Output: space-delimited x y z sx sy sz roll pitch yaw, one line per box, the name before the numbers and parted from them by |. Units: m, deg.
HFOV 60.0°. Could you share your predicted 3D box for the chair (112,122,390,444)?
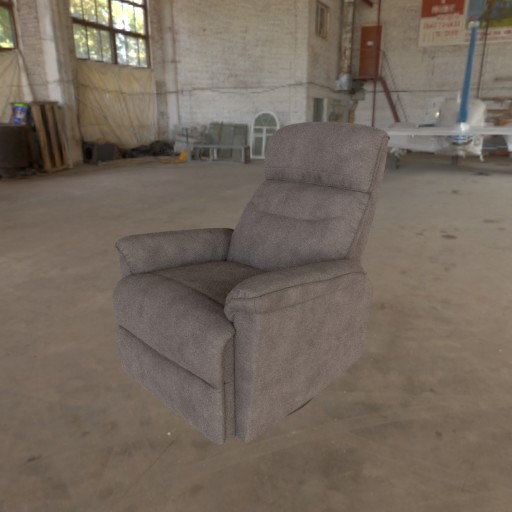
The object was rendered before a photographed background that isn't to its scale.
chair | 0.000 0.000 1.795 1.009 1.036 0.830 -16 23 -42
